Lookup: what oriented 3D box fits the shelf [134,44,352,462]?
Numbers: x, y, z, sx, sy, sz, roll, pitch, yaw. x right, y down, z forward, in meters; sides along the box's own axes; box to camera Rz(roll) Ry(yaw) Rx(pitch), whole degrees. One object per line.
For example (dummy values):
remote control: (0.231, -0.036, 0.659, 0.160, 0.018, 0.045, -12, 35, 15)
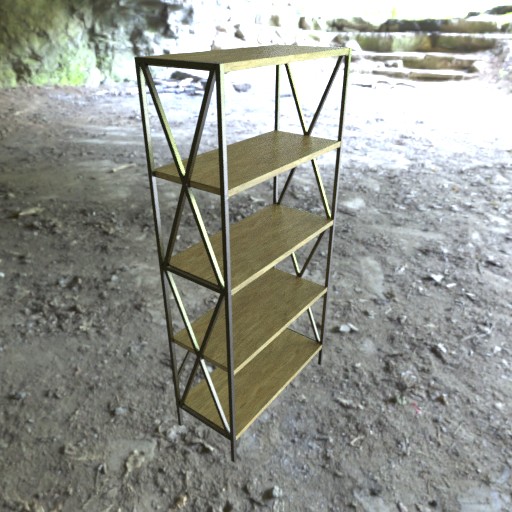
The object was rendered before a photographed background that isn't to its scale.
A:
shelf: (0.000, 0.000, 2.150, 0.386, 1.803, 0.874, 20, 34, 32)
